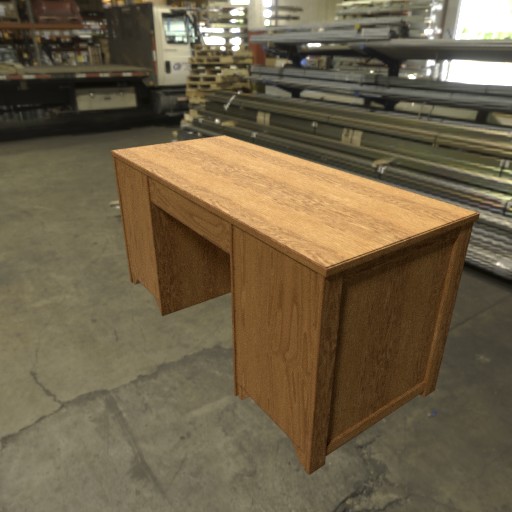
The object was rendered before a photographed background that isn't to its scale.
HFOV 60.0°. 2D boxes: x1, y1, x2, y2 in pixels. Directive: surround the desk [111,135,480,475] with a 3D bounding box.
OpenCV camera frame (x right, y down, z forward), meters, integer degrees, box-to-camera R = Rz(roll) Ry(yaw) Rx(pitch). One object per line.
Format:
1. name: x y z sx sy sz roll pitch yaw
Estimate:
1. desk: 0.000 0.000 1.997 0.685 0.751 1.567 -17 31 -31
